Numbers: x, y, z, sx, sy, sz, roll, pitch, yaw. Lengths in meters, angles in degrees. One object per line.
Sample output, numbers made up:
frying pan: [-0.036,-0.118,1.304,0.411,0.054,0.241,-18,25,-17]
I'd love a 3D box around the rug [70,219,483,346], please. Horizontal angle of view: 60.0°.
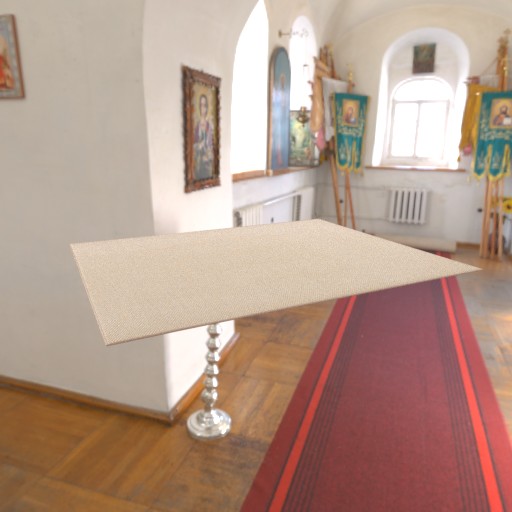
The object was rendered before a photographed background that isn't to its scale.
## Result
rug: [0.000,0.000,4.113,3.039,0.018,2.462,-8,18,-25]
